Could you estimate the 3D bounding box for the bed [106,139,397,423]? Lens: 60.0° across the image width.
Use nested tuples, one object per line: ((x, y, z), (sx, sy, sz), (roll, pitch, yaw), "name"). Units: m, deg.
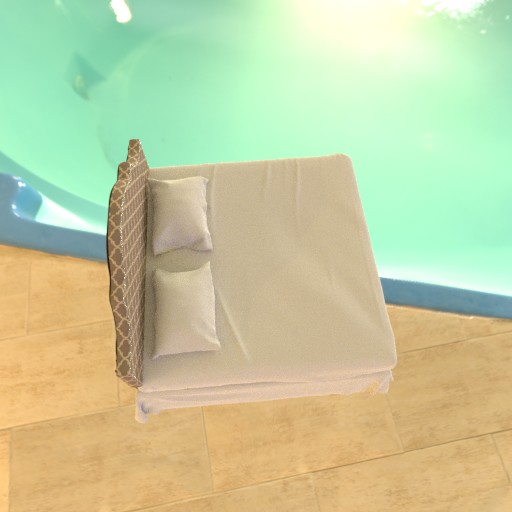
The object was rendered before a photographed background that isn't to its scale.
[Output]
((0.000, 0.000, 3.690), (2.222, 1.601, 2.314), (-4, 63, -2), "bed")
